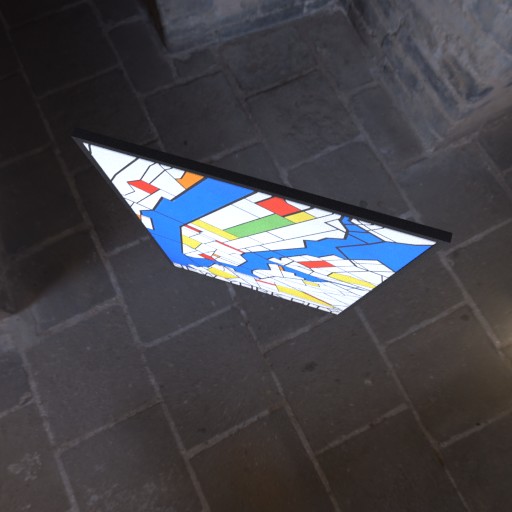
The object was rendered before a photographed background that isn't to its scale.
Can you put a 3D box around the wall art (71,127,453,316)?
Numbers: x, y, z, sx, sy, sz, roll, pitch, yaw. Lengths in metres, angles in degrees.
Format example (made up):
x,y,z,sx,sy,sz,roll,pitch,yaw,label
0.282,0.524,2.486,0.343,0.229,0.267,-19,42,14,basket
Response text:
x,y,z,sx,sy,sz,roll,pitch,yaw,label
0.000,0.000,0.834,0.460,0.660,0.013,16,76,4,wall art
